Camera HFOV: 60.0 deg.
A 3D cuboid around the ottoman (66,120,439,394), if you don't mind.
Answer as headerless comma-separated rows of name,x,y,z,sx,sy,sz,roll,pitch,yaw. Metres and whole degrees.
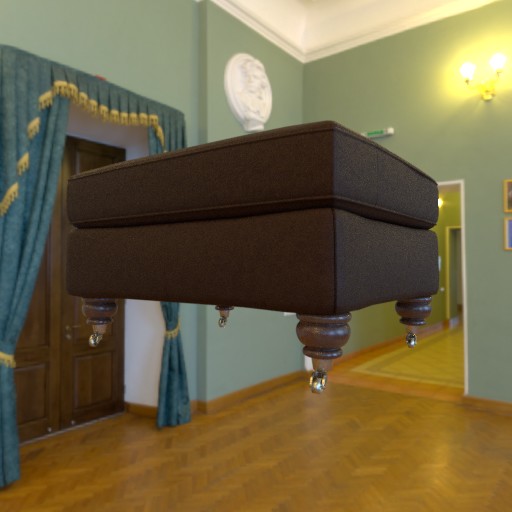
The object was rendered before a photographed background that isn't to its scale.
ottoman,0.000,0.000,1.782,1.187,0.730,0.967,-1,-1,36
